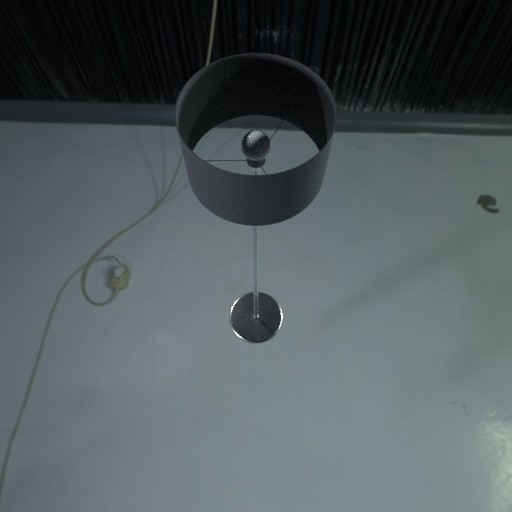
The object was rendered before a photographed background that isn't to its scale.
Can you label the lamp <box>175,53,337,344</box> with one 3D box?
[{"bbox_3d":[0.000,0.000,1.601,0.348,1.443,0.348,-1,64,0],"label":"lamp"}]
